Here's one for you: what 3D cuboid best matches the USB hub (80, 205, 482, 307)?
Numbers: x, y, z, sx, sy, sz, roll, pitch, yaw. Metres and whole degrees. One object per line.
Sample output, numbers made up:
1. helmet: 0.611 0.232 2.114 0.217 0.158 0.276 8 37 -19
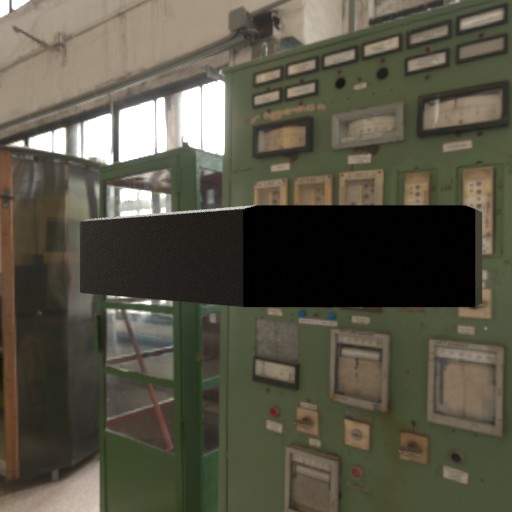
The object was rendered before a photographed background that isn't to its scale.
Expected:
1. USB hub: 0.000 0.000 0.125 0.110 0.023 0.044 0 0 36
